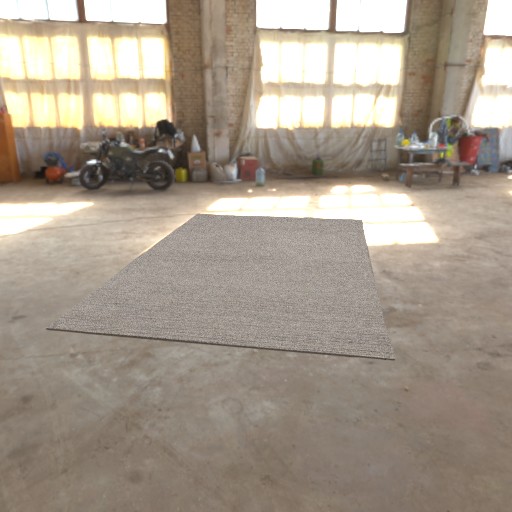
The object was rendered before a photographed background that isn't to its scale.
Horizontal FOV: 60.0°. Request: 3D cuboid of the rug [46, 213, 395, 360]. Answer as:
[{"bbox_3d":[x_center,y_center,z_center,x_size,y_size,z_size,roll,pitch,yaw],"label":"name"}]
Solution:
[{"bbox_3d":[0.000,0.000,2.265,1.162,0.022,1.804,3,19,9],"label":"rug"}]
